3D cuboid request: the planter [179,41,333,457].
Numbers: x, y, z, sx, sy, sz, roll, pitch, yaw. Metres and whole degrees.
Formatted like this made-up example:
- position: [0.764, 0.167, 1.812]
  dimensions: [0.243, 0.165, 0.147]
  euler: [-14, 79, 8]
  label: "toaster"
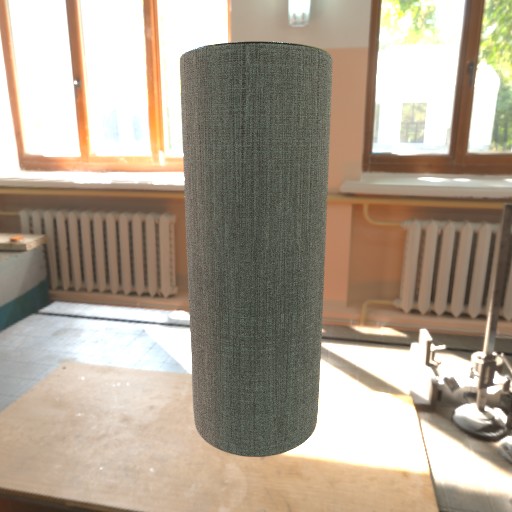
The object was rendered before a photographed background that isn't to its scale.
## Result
- position: [0.000, 0.000, 0.325]
  dimensions: [0.100, 0.270, 0.100]
  euler: [-13, 19, -41]
  label: "planter"
